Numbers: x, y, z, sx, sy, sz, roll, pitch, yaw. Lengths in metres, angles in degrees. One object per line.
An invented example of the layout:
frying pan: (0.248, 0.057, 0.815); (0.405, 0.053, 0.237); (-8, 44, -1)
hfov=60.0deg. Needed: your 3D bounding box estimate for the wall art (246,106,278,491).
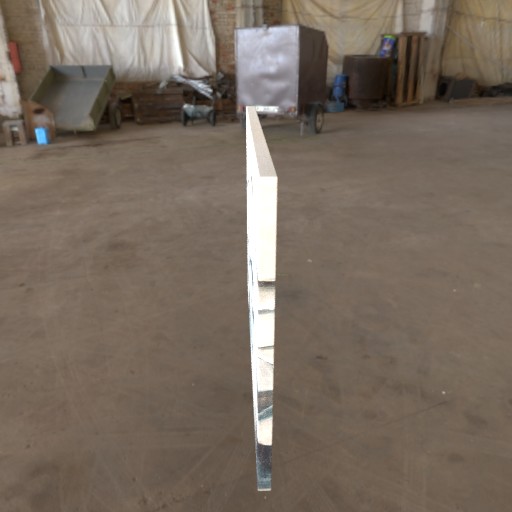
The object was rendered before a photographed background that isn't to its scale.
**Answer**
wall art: (0.000, 0.000, 1.625); (0.039, 0.915, 1.219); (-1, 25, -2)
